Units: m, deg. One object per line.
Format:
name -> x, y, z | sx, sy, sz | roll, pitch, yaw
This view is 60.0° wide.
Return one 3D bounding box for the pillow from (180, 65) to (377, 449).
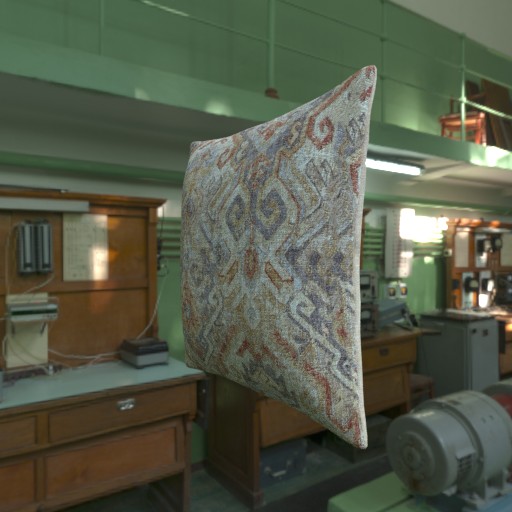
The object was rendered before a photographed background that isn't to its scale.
pillow -> 0.000, 0.000, 0.791 | 0.166, 0.506, 0.523 | -1, 1, -35
